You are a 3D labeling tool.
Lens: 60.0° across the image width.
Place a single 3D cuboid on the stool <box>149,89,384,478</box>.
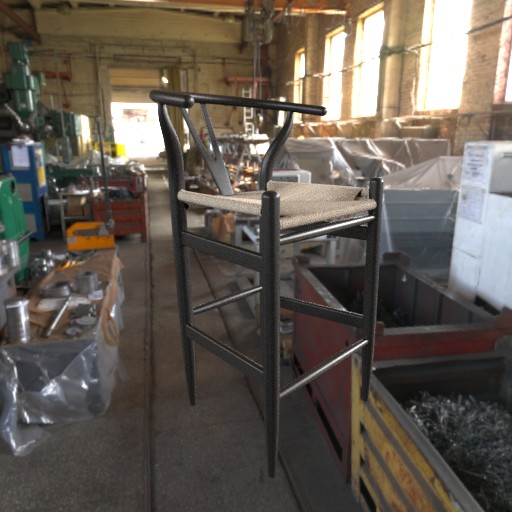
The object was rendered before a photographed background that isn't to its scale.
[{"bbox_3d":[0.000,0.000,1.347,0.579,0.970,0.569,14,20,42],"label":"stool"}]
